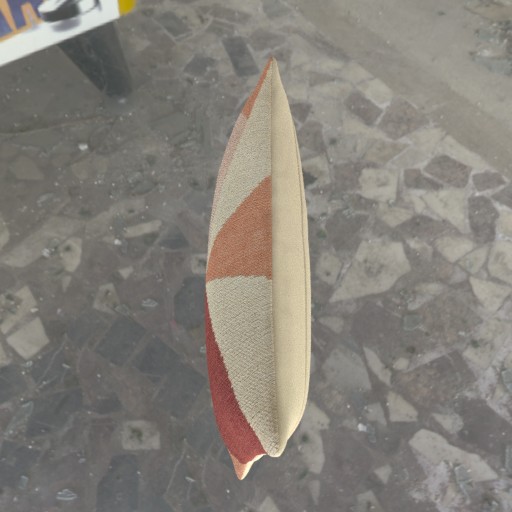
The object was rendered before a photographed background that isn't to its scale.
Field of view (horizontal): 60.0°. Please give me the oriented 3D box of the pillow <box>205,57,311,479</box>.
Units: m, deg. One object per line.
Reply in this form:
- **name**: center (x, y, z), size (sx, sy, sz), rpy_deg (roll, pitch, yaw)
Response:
- **pillow**: center (0.000, 0.000, 0.696), size (0.155, 0.292, 0.609), rpy_deg (0, 59, 0)
